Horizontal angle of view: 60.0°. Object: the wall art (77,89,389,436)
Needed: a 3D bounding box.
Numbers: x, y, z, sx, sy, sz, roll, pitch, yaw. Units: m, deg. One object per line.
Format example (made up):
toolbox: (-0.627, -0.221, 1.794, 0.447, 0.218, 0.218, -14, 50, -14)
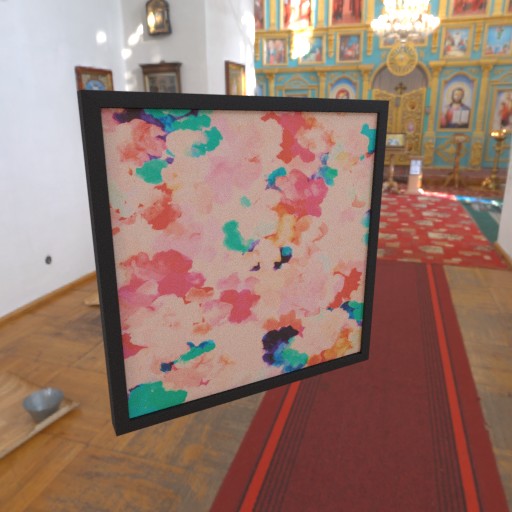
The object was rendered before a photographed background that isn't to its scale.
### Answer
wall art: (0.000, 0.000, 0.743, 0.506, 0.503, 0.036, -8, 18, -27)
